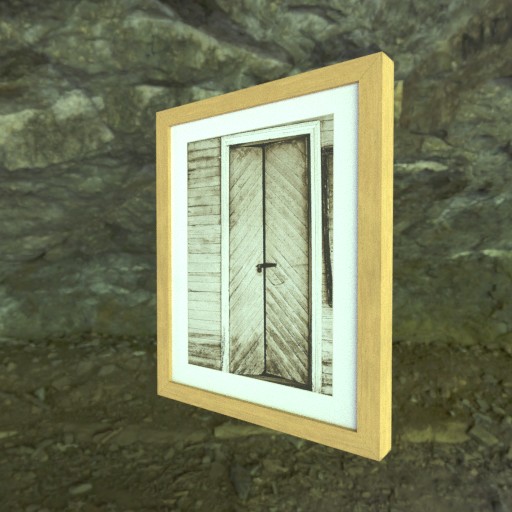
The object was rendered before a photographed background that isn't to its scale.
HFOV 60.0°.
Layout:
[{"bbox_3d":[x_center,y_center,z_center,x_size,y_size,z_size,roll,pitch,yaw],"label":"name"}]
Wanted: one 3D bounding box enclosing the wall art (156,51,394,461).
[{"bbox_3d":[0.000,0.000,0.516,0.312,0.380,0.030,1,2,37],"label":"wall art"}]
